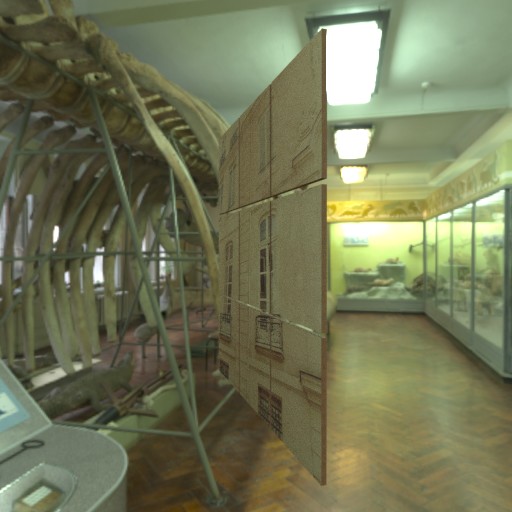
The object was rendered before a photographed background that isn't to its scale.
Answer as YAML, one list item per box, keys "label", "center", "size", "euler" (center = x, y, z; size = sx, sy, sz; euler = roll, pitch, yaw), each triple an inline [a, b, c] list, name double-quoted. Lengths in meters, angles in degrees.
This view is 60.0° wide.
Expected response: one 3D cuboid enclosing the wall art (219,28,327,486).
- label: "wall art"
  center: [0.000, 0.000, 1.764]
  size: [0.024, 1.218, 1.221]
  euler: [0, 1, -18]
